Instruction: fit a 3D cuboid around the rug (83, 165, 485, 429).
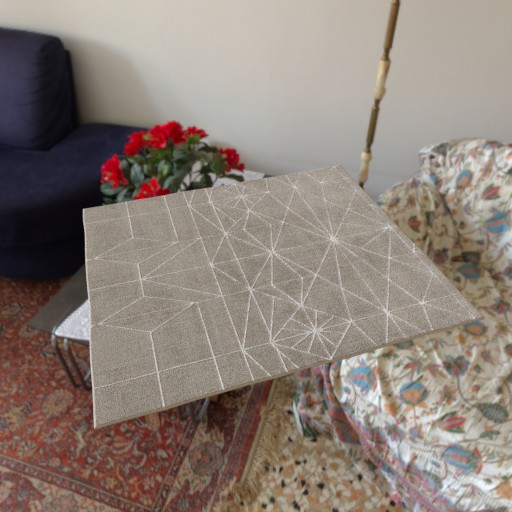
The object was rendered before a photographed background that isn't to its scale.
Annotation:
[{"bbox_3d":[0.000,0.000,0.870,0.639,0.006,0.548,-12,42,-14],"label":"rug"}]
